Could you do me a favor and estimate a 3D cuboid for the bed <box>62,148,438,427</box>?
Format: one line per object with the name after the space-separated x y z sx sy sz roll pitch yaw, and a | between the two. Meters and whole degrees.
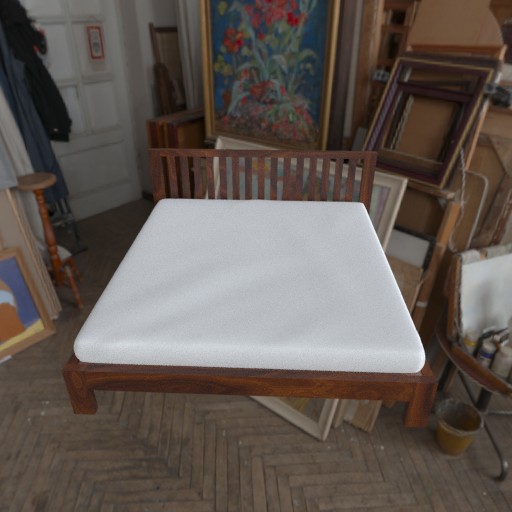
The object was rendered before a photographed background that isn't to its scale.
0.000 0.000 3.057 1.905 0.890 2.030 1 30 2 | bed
